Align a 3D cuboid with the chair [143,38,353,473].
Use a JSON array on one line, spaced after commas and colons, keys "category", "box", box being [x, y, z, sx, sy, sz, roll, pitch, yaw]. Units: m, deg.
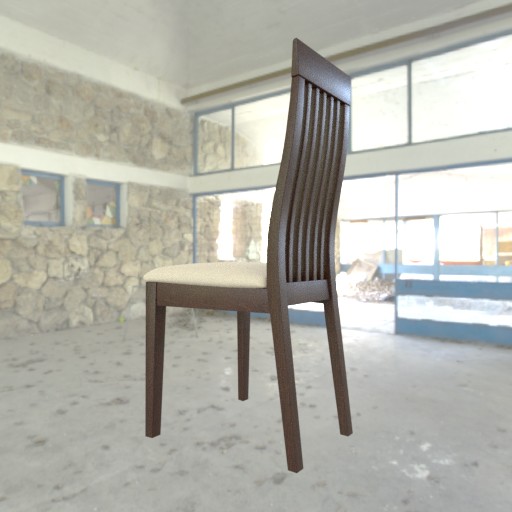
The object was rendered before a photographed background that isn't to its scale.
[{"category": "chair", "box": [0.000, 0.000, 1.299, 0.474, 1.027, 0.460, 0, 0, 38]}]
